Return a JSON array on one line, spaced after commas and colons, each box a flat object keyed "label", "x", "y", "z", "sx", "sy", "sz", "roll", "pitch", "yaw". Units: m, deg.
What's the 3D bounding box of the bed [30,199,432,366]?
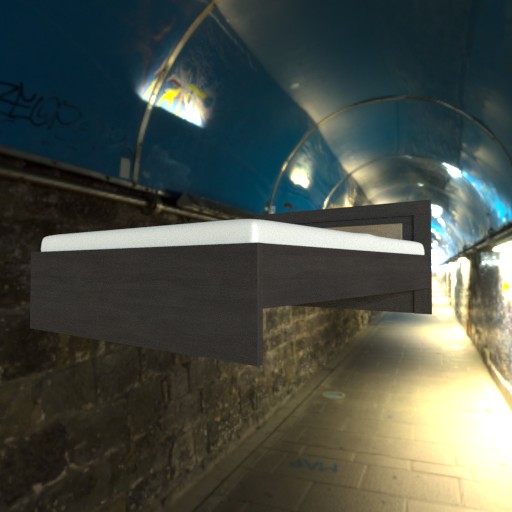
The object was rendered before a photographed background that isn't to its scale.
[{"label": "bed", "x": 0.000, "y": 0.000, "z": 2.826, "sx": 1.585, "sy": 0.823, "sz": 2.073, "roll": -1, "pitch": -2, "yaw": 37}]
